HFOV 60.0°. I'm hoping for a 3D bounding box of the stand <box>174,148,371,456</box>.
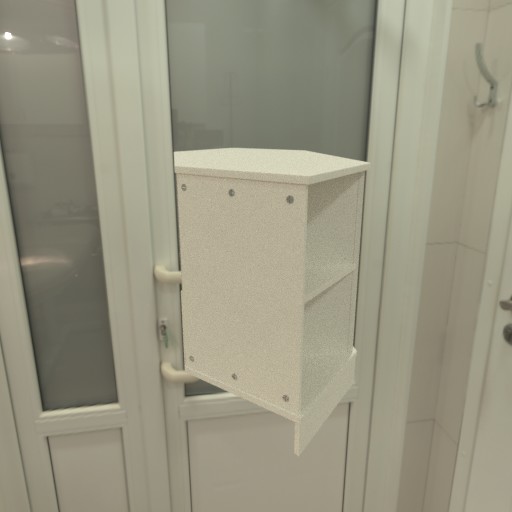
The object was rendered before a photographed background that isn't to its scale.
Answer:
[{"bbox_3d":[0.000,0.000,1.396,0.477,0.614,1.072,-3,17,-10],"label":"stand"}]
